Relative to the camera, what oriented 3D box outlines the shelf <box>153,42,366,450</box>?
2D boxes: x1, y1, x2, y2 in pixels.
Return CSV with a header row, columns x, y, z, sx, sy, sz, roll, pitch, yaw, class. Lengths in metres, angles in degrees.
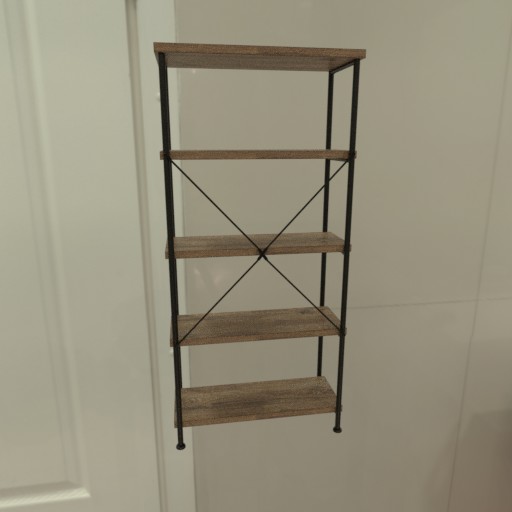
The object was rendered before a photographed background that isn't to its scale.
x,y,z,sx,sy,sz,roll,pitch,yaw,class
0.000,0.000,2.027,0.800,1.700,0.360,-2,15,-9,shelf
